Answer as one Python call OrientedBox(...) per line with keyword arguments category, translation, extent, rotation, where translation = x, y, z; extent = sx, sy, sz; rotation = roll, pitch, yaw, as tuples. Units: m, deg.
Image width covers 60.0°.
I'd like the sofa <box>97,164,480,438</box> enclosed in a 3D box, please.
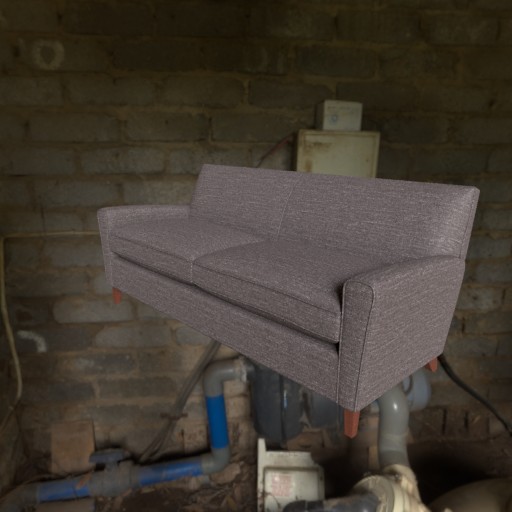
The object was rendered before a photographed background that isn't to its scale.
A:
OrientedBox(category="sofa", translation=(0.000, 0.000, 2.401), extent=(0.875, 0.846, 1.976), rotation=(-15, 21, -42))
